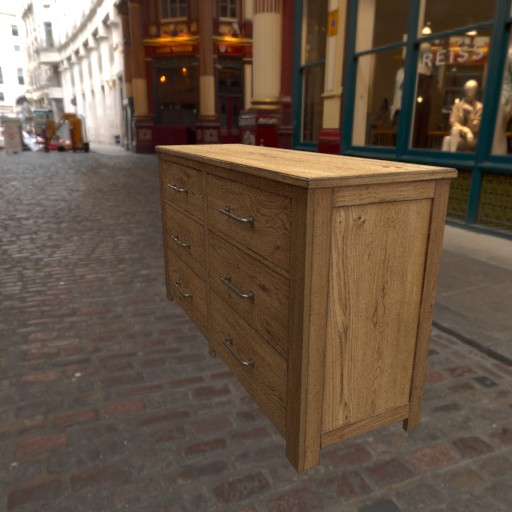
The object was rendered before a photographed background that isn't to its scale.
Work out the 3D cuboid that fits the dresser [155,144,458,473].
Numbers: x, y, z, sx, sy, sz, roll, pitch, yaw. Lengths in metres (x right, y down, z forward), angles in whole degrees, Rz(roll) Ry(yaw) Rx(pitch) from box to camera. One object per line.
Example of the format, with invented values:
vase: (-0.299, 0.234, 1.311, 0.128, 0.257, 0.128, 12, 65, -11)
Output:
dresser: (0.000, 0.000, 2.073, 0.563, 0.932, 1.657, -8, 19, -24)
